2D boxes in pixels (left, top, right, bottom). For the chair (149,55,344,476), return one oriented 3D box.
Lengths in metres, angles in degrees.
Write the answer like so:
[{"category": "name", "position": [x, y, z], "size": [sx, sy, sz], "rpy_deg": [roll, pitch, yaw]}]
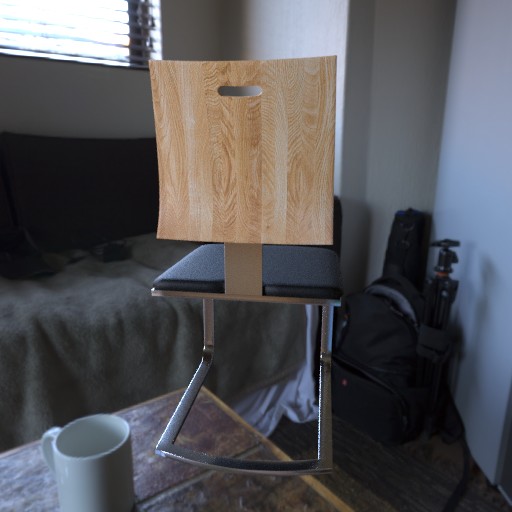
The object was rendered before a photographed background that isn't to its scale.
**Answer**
[{"category": "chair", "position": [0.000, 0.000, 1.206], "size": [0.462, 0.936, 0.560], "rpy_deg": [2, 16, 8]}]
